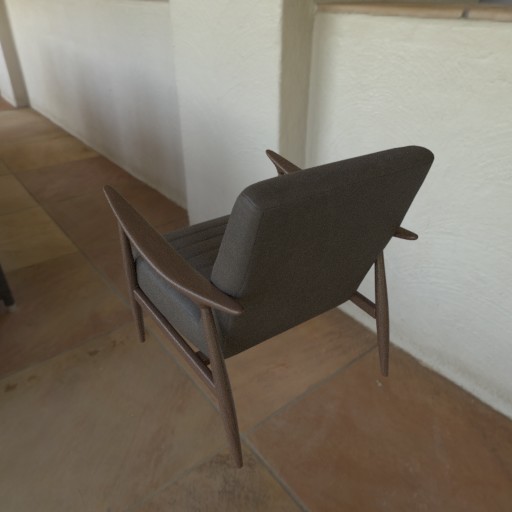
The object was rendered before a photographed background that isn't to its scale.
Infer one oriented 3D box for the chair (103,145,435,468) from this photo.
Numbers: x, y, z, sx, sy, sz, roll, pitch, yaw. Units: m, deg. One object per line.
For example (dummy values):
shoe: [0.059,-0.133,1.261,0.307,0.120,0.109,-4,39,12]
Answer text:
chair: [0.000,0.000,1.446,0.741,0.831,0.798,-20,36,-29]
